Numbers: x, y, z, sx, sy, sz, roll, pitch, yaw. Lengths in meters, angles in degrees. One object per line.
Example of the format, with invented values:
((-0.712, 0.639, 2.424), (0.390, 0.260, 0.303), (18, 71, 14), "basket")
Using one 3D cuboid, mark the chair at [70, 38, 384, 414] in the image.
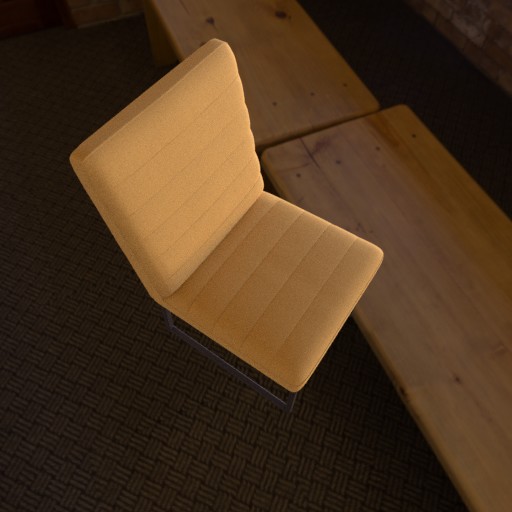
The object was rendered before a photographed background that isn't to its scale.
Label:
((0.000, 0.000, 1.322), (0.634, 0.930, 0.520), (31, 64, 17), "chair")
